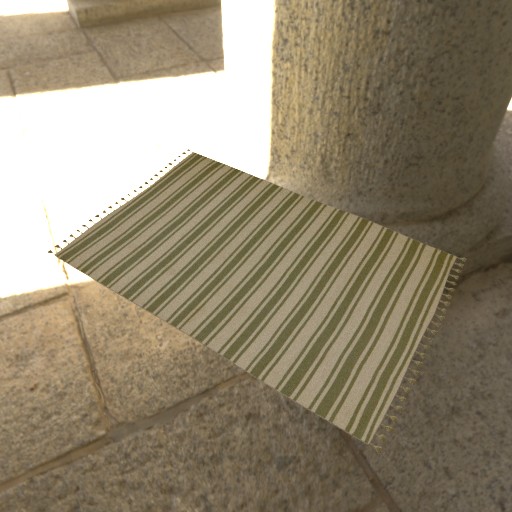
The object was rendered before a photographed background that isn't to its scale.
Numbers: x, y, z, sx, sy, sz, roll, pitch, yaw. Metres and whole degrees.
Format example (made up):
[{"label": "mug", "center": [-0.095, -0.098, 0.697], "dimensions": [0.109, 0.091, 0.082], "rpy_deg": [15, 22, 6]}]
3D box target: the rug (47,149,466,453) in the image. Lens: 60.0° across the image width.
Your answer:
[{"label": "rug", "center": [0.000, 0.000, 2.298], "dimensions": [1.875, 0.013, 1.162], "rpy_deg": [26, 52, 22]}]
